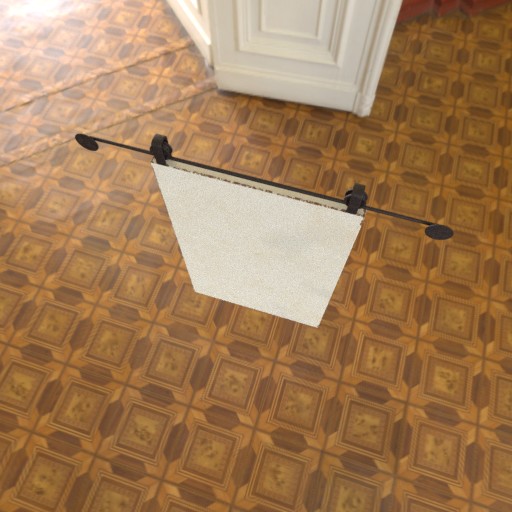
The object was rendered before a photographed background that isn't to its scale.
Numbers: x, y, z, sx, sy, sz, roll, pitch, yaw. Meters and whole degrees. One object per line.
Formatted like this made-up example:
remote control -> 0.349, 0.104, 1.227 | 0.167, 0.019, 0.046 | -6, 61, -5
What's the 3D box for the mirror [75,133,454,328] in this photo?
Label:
mirror -> 0.000, 0.000, 1.249 | 0.808, 0.844, 0.037 | 15, 65, 7
